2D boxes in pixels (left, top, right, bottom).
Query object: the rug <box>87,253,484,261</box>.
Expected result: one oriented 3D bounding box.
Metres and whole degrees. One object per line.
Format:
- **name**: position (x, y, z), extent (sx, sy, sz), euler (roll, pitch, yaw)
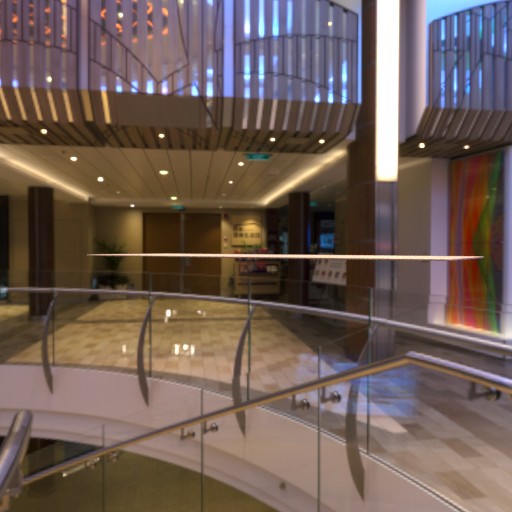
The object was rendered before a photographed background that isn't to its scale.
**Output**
- **rug**: position (0.000, 0.000, 2.763), extent (2.439, 0.008, 0.762), euler (1, 1, 36)
